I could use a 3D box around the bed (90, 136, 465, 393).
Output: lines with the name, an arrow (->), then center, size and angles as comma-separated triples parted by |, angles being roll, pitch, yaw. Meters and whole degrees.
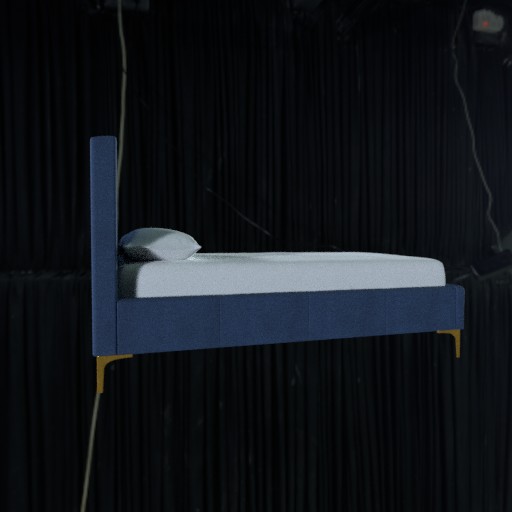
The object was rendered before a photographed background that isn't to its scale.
bed -> 0.000, 0.000, 3.214 | 2.172, 1.231, 1.723 | -1, 2, -18
